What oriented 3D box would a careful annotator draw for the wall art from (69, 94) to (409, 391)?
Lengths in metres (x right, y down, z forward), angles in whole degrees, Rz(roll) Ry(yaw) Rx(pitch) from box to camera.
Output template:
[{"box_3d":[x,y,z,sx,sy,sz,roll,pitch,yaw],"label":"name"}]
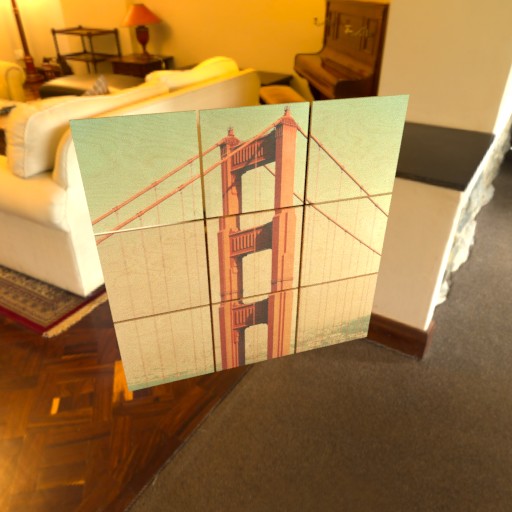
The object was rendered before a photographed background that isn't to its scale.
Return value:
[{"box_3d":[0.000,0.000,2.310,1.517,1.523,0.013,-9,33,-15],"label":"wall art"}]
